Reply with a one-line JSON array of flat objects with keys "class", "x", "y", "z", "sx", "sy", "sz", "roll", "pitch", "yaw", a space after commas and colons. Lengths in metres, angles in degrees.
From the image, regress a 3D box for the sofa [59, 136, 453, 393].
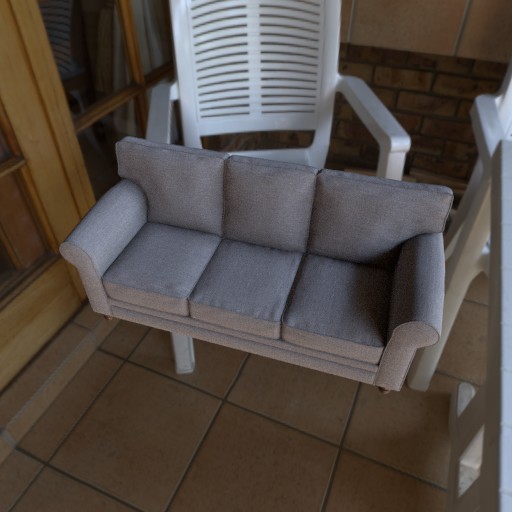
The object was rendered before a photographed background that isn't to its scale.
[{"class": "sofa", "x": 0.000, "y": 0.000, "z": 2.671, "sx": 2.084, "sy": 0.961, "sz": 0.916, "roll": 12, "pitch": 43, "yaw": 13}]
